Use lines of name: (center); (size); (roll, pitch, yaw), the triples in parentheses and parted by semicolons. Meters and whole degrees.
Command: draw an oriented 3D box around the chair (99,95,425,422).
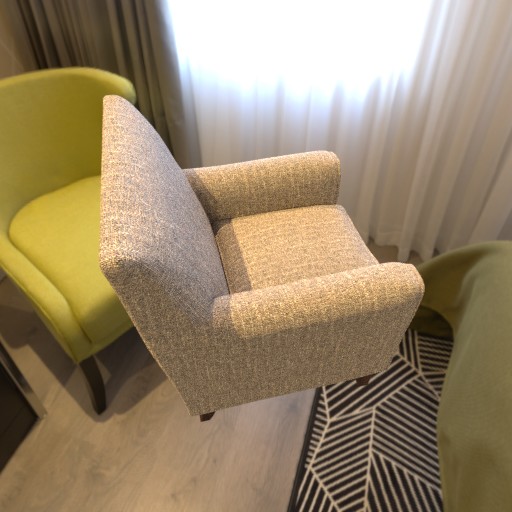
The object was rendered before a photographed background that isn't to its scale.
chair: (0.000, 0.000, 1.600); (0.873, 0.928, 0.864); (-9, 44, -10)
